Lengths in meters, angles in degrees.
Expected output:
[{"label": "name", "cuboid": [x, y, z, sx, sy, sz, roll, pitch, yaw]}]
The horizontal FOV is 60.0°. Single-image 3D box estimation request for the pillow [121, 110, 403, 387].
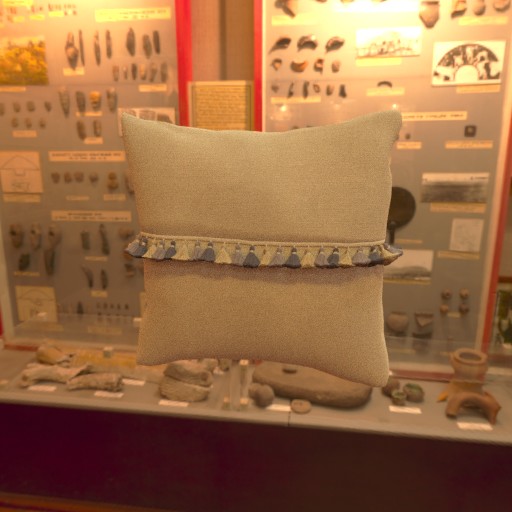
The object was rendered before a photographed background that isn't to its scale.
[{"label": "pillow", "cuboid": [0.000, 0.000, 0.769, 0.489, 0.481, 0.165, 2, 14, 9]}]
